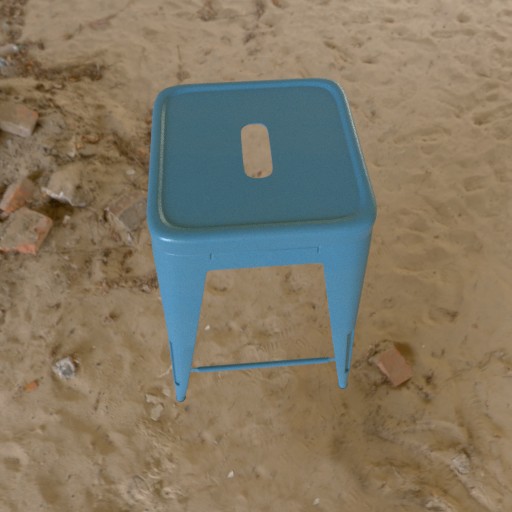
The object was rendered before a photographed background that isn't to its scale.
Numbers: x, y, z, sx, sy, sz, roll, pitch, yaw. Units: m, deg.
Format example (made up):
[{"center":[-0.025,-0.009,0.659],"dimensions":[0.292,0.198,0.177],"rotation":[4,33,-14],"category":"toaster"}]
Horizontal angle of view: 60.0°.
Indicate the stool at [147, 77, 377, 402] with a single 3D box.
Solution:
[{"center":[0.000,0.000,0.899],"dimensions":[0.410,0.608,0.410],"rotation":[-4,59,-2],"category":"stool"}]
